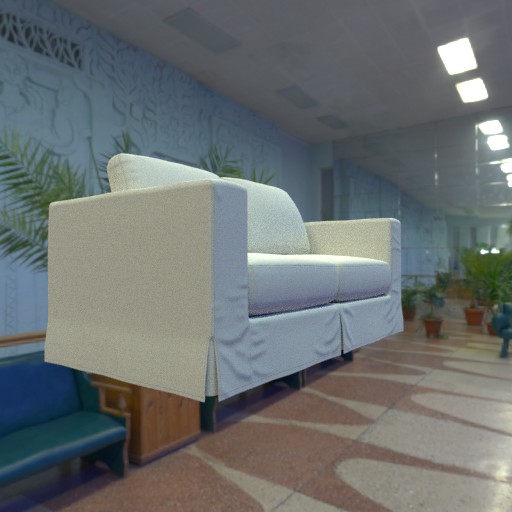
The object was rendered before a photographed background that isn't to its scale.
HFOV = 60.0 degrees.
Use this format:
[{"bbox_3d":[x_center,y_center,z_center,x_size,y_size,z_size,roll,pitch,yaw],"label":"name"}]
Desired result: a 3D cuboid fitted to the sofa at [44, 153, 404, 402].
[{"bbox_3d":[0.000,0.000,2.382,1.009,0.932,1.813,-1,-1,36],"label":"sofa"}]
